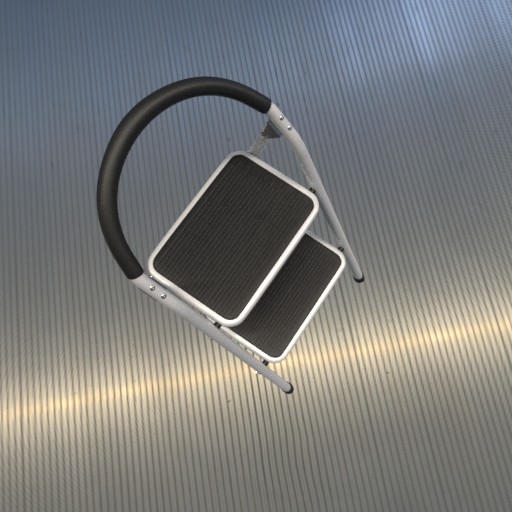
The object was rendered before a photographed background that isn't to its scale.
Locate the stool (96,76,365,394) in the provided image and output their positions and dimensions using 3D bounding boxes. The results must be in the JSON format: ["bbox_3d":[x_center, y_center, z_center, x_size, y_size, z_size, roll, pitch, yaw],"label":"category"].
[{"bbox_3d":[0.000,0.000,1.075,0.559,0.760,0.453,34,78,8],"label":"stool"}]
